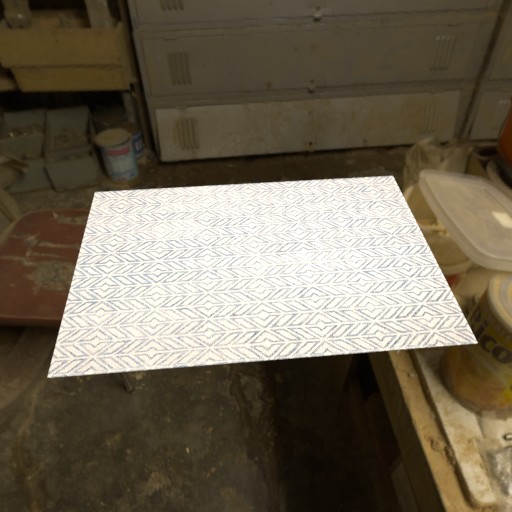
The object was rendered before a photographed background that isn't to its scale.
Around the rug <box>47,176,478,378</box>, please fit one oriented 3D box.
[{"bbox_3d":[0.000,0.000,2.289,1.824,0.008,1.220,-4,46,-4],"label":"rug"}]
